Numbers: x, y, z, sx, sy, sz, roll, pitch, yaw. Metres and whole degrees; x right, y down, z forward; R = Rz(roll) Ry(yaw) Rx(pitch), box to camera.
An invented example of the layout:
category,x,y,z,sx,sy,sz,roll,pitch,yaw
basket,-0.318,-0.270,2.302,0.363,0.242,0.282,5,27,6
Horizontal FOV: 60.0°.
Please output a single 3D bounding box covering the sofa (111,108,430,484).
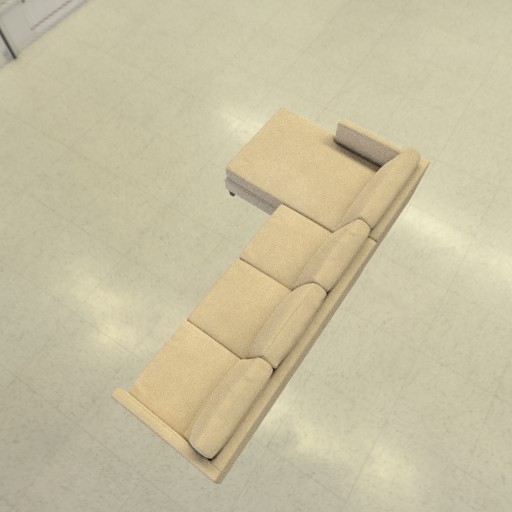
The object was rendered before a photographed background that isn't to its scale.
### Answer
category,x,y,z,sx,sy,sz,roll,pitch,yaw
sofa,0.000,0.000,3.839,1.625,0.846,3.186,33,67,15
